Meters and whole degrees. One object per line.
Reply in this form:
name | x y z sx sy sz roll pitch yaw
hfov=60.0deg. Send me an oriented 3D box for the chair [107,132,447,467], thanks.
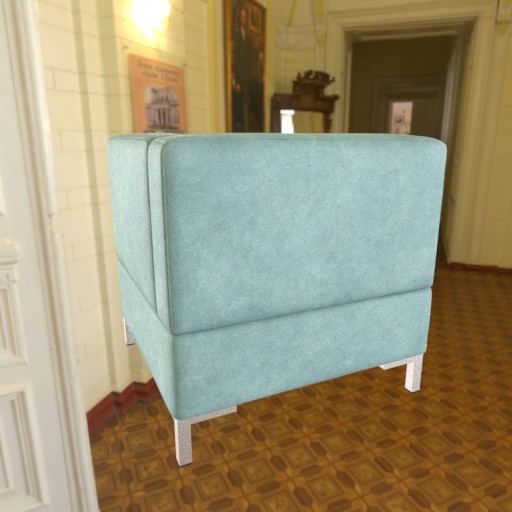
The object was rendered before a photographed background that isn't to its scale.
chair | 0.000 0.000 1.236 0.691 0.660 0.684 -7 17 -25
